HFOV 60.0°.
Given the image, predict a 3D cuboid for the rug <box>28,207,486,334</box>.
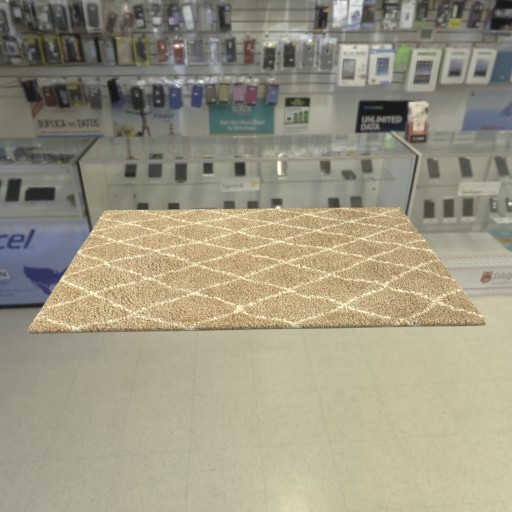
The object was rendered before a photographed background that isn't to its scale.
[{"bbox_3d":[0.000,0.000,2.999,2.438,0.030,1.524,-1,30,-1],"label":"rug"}]
